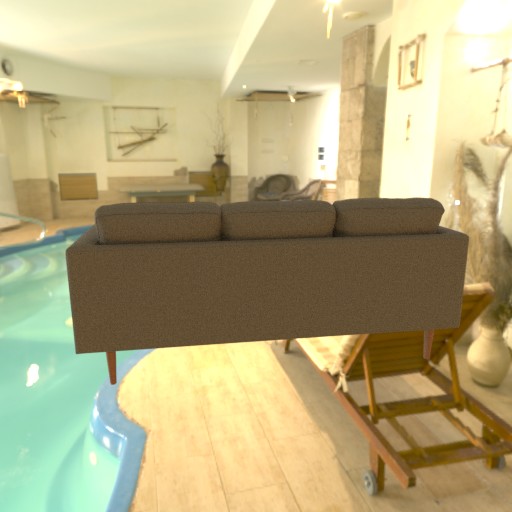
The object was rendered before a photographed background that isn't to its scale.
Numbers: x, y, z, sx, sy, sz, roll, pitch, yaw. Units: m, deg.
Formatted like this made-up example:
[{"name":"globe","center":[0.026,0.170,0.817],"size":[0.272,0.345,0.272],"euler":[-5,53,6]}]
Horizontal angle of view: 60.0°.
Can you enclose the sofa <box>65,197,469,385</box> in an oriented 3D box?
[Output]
[{"name":"sofa","center":[0.000,0.000,2.977],"size":[2.031,0.897,1.591],"euler":[-2,14,-9]}]
